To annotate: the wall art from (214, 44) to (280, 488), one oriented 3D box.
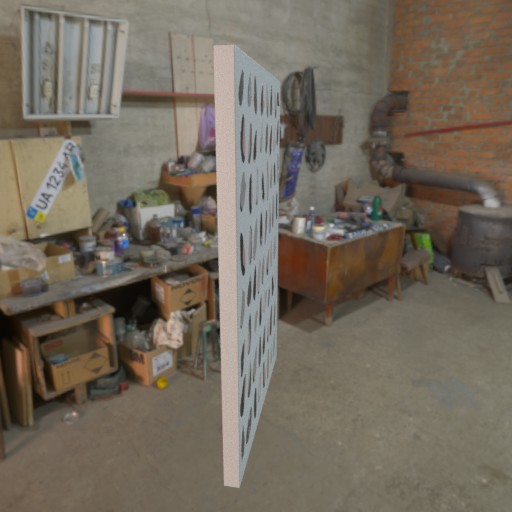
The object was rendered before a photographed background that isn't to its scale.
[{"bbox_3d":[0.000,0.000,1.165,0.037,0.916,0.610,3,16,10],"label":"wall art"}]
